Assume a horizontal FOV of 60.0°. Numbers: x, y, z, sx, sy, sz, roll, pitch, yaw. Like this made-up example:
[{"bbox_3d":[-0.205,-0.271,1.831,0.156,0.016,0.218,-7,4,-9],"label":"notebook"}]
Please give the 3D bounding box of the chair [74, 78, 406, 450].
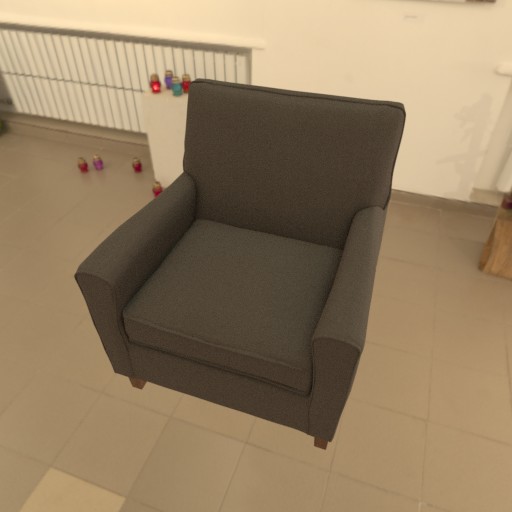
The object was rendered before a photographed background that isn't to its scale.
[{"bbox_3d":[0.000,0.000,1.566,0.836,0.911,0.831,13,42,15],"label":"chair"}]
